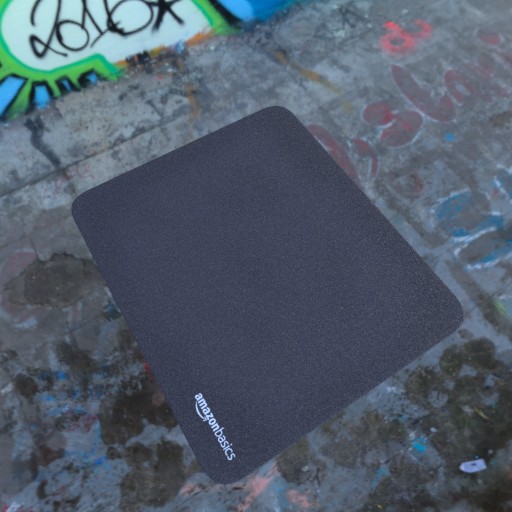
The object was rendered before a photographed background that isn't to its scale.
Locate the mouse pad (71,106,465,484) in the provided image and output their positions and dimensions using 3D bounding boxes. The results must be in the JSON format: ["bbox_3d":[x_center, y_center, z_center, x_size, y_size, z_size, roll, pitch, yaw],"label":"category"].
[{"bbox_3d":[0.000,0.000,0.337,0.211,0.002,0.249,-29,67,-14],"label":"mouse pad"}]
